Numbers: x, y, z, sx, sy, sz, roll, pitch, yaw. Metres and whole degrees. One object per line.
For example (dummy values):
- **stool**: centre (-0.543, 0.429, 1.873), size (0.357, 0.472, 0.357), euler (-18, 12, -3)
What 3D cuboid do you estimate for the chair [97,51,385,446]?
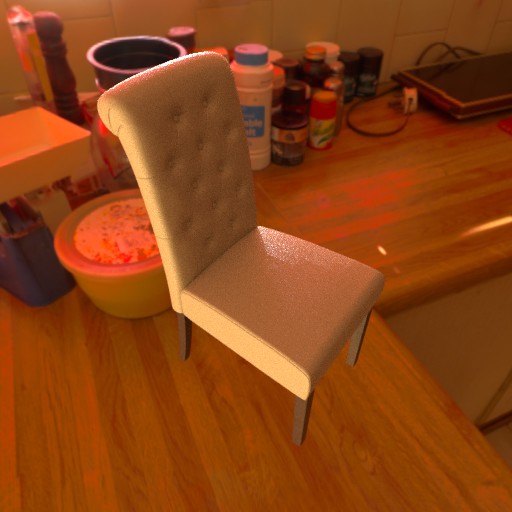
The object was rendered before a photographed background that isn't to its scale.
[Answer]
- **chair**: centre (0.000, 0.000, 1.337), size (0.671, 1.006, 0.456), euler (26, 48, 26)
